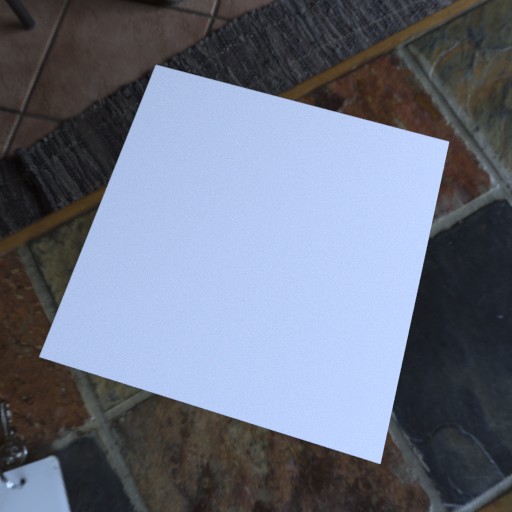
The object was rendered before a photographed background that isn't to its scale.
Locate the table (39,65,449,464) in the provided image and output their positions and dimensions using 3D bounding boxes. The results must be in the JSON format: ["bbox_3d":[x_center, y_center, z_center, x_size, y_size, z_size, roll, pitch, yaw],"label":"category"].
[{"bbox_3d":[0.000,0.000,1.347,0.890,0.305,0.890,16,77,4],"label":"table"}]
